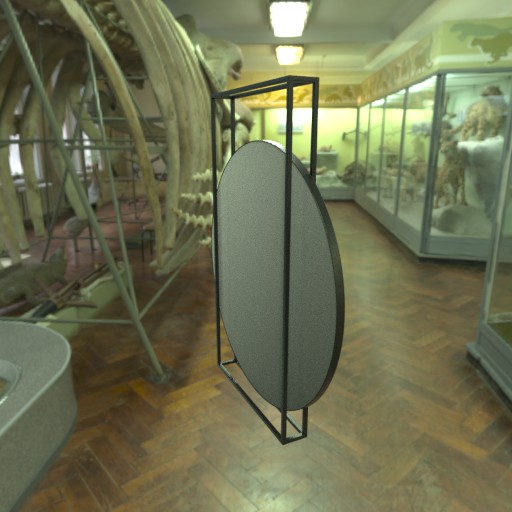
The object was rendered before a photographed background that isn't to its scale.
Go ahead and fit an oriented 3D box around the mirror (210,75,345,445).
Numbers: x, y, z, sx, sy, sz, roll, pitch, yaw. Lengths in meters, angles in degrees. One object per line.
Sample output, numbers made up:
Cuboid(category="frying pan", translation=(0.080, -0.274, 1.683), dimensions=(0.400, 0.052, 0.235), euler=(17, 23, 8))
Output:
Cuboid(category="mirror", translation=(0.000, 0.000, 0.843), dimensions=(0.051, 0.603, 0.508), euler=(-7, 16, -25))
